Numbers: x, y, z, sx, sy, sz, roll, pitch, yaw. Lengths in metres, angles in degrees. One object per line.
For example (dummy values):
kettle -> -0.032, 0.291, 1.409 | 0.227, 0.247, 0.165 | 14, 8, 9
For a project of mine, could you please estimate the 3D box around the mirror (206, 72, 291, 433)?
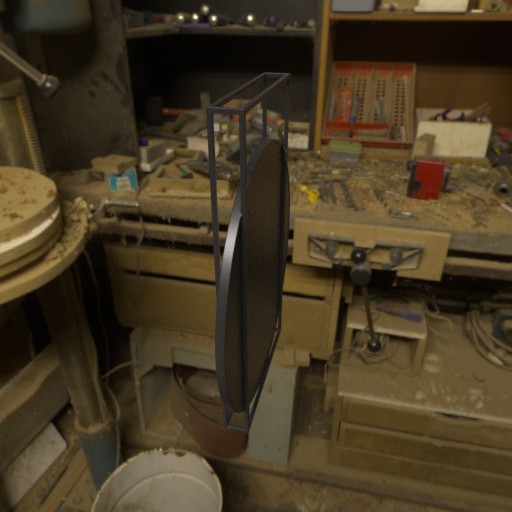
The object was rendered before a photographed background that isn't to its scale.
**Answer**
mirror -> 0.000, 0.000, 0.836 | 0.051, 0.603, 0.508 | 7, 31, 12
